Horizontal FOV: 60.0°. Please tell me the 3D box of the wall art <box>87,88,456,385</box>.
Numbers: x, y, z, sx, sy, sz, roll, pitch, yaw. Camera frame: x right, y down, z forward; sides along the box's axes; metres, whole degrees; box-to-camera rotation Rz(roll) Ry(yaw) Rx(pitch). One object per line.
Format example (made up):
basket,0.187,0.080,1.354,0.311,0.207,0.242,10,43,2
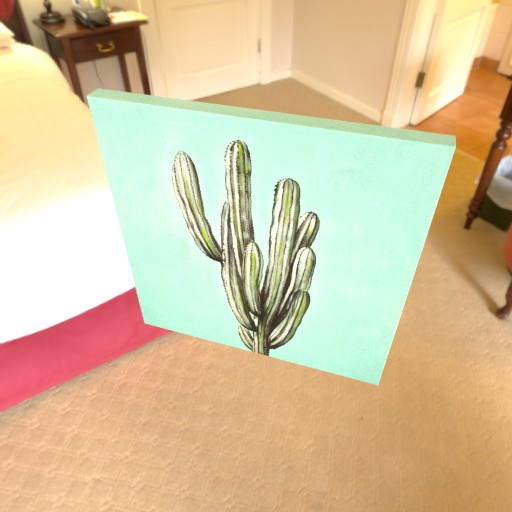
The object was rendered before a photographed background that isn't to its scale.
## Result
wall art,0.000,0.000,0.905,0.603,0.603,0.036,12,43,13
